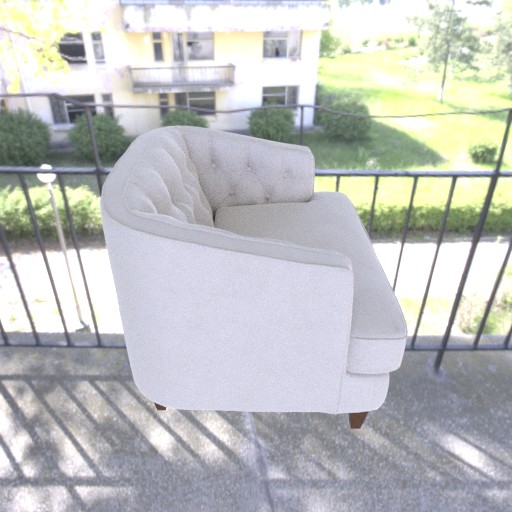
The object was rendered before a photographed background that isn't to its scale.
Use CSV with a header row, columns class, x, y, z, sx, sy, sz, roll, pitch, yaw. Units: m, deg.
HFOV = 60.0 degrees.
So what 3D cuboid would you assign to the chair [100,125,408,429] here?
class,x,y,z,sx,sy,sz,roll,pitch,yaw
chair,0.000,0.000,1.769,0.941,0.852,1.104,0,31,0
